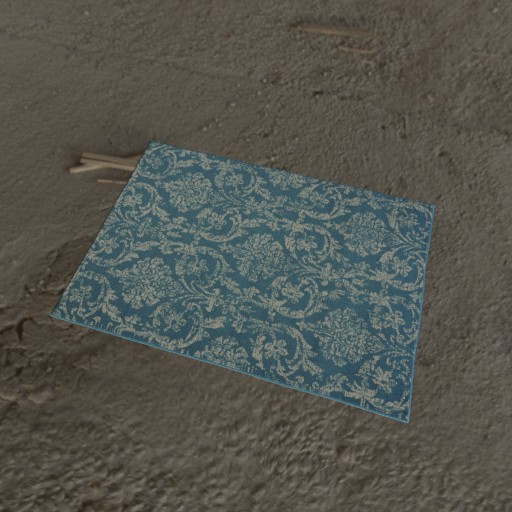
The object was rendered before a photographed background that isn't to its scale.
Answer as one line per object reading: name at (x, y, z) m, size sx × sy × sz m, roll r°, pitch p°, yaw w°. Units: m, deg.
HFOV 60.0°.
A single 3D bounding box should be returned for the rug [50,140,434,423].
rug at (0.000, 0.000, 2.961) m, size 2.205 × 0.012 × 1.554 m, roll 14°, pitch 61°, yaw 8°
